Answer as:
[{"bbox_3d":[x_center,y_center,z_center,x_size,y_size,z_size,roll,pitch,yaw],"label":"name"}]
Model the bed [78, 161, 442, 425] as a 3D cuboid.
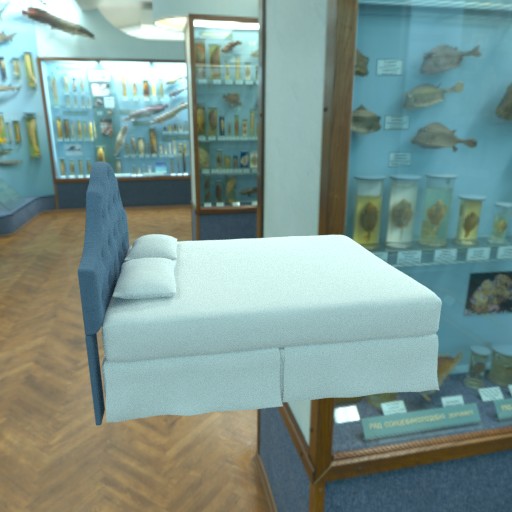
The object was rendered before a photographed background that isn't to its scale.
[{"bbox_3d":[0.000,0.000,3.793,2.477,1.617,2.039,-3,17,-10],"label":"bed"}]
